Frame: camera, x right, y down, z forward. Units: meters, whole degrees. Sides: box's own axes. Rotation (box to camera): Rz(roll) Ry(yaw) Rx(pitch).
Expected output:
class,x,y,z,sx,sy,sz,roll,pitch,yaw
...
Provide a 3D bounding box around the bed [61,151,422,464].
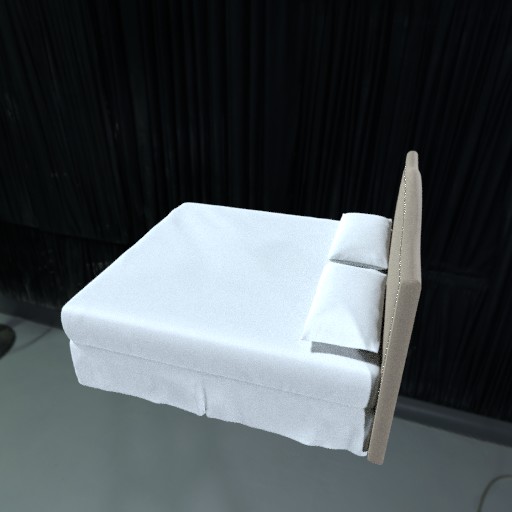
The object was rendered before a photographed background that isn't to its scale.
class,x,y,z,sx,sy,sz,roll,pitch,yaw
bed,0.000,0.000,3.378,2.182,1.421,2.083,9,31,15
